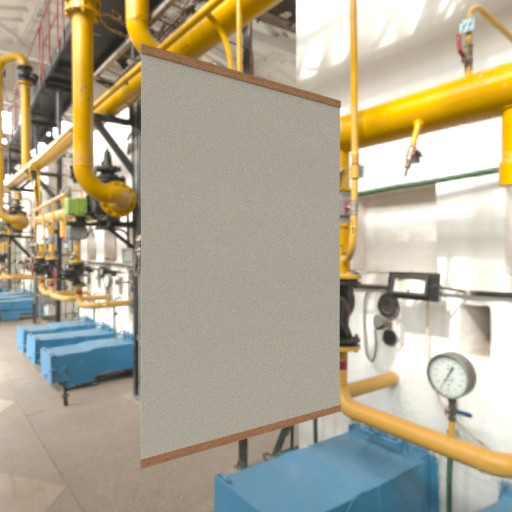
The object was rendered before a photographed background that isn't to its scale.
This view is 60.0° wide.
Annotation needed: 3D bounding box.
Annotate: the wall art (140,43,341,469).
[{"bbox_3d":[0.000,0.000,1.887,1.019,1.527,0.019,0,0,-35],"label":"wall art"}]
